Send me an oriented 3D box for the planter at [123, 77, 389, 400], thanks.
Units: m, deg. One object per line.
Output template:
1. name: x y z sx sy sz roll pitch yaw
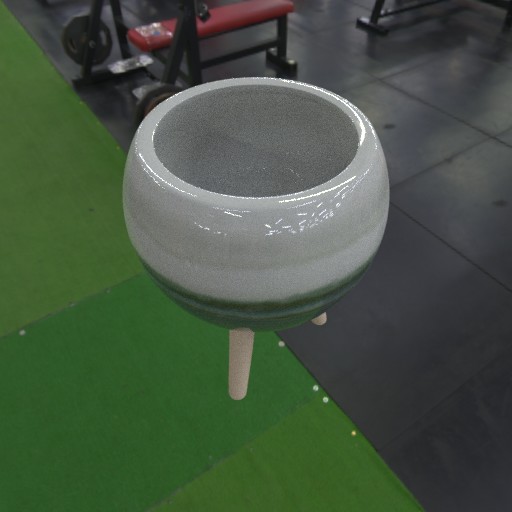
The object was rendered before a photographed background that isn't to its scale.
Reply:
1. planter: 0.000 0.000 0.436 0.222 0.278 0.222 0 47 0
